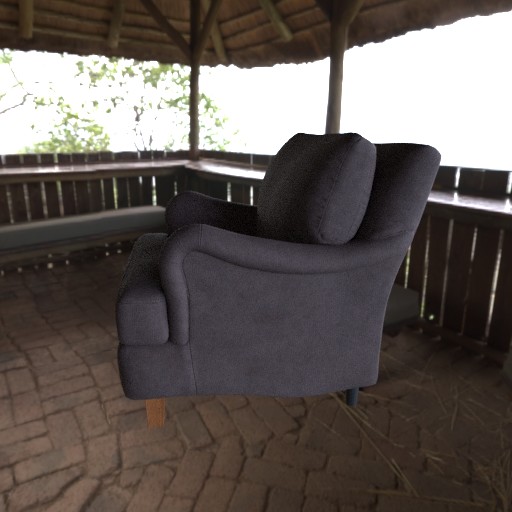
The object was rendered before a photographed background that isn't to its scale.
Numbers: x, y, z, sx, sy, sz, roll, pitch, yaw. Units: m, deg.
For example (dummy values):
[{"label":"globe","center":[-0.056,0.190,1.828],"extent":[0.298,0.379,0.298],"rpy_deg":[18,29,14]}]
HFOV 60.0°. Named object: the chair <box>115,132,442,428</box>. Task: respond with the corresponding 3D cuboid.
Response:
[{"label":"chair","center":[0.000,0.000,1.850],"extent":[1.070,0.997,0.955],"rpy_deg":[-3,16,-10]}]
